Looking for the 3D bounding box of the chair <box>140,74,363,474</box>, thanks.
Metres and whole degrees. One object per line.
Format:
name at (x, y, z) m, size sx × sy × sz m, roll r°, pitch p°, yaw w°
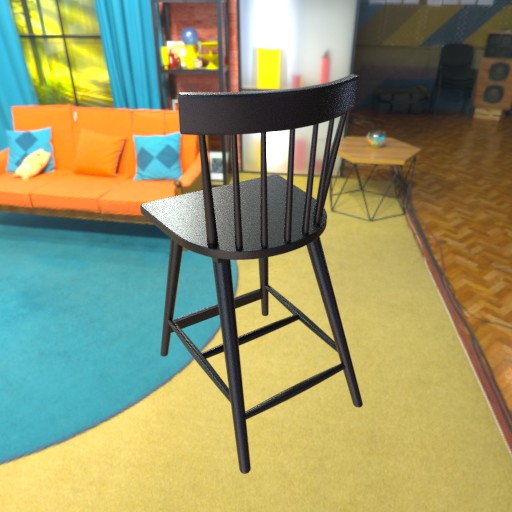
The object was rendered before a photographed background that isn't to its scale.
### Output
chair at (0.000, 0.000, 1.264) m, size 0.483 × 0.952 × 0.572 m, roll -18°, pitch 34°, yaw -28°
